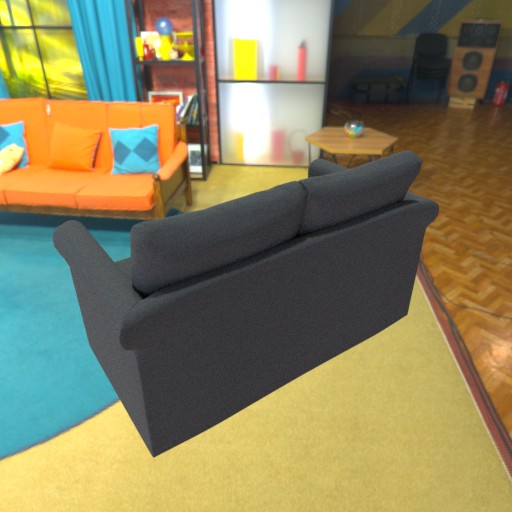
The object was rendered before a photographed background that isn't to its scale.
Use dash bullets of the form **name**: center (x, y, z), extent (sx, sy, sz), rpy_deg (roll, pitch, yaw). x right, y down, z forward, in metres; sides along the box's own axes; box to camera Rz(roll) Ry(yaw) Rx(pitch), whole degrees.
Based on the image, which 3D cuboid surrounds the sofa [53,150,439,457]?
- **sofa**: center (0.000, 0.000, 1.935), extent (1.460, 0.872, 0.741), rpy_deg (-20, 36, -30)
